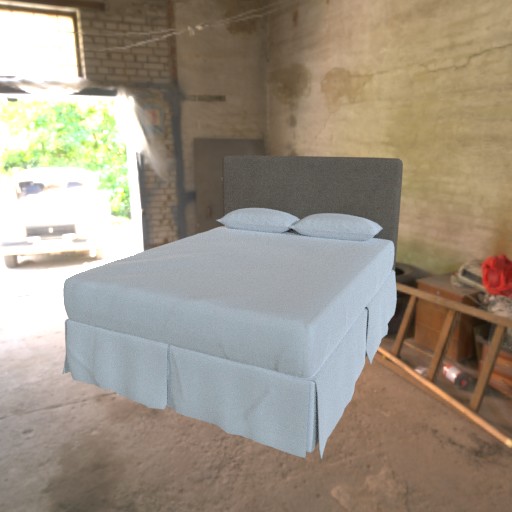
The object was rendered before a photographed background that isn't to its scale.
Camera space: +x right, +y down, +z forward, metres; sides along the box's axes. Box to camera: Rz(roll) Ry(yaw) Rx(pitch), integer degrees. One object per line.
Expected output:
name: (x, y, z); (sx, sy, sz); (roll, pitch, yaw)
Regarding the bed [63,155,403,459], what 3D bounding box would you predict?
bed: (0.000, 0.000, 3.155); (1.723, 1.330, 2.142); (7, 16, 26)
